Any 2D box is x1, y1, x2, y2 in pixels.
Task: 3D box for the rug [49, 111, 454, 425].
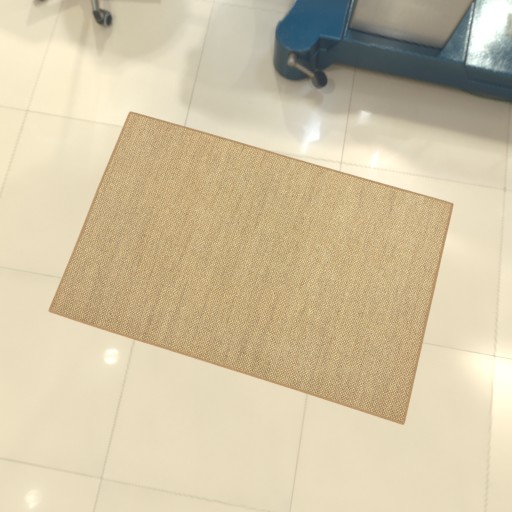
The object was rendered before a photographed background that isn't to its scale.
[{"bbox_3d":[0.000,0.000,2.077,1.668,0.012,1.061,17,78,4],"label":"rug"}]
